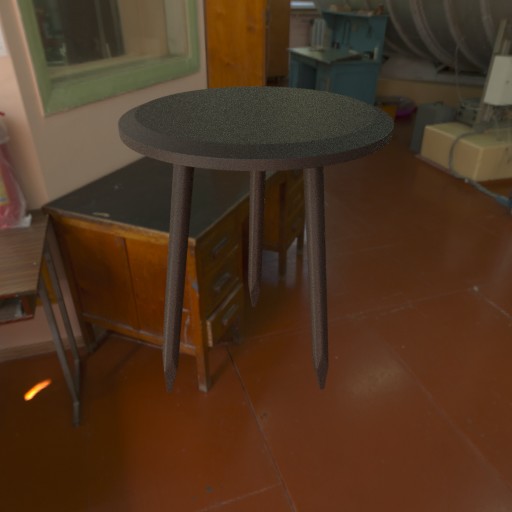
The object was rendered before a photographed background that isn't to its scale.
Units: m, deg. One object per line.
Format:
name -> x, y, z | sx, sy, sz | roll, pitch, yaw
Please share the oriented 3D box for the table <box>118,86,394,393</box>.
table -> 0.000, 0.000, 0.905 | 0.457, 0.585, 0.457 | 0, 31, 0
